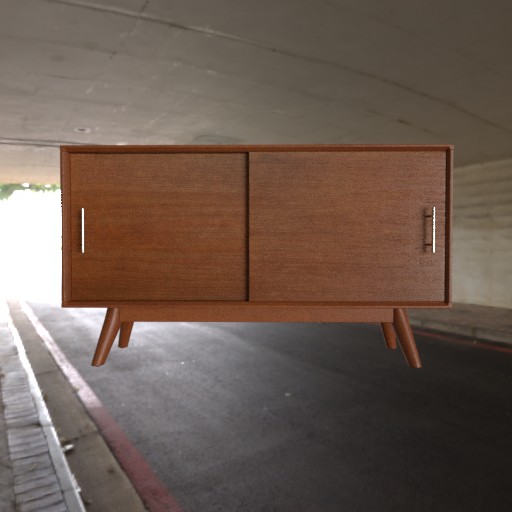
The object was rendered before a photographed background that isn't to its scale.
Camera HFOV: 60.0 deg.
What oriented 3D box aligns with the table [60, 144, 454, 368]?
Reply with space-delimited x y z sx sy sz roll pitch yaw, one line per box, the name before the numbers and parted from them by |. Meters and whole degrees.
table | 0.000 0.000 1.513 1.220 0.698 0.308 0 1 1
